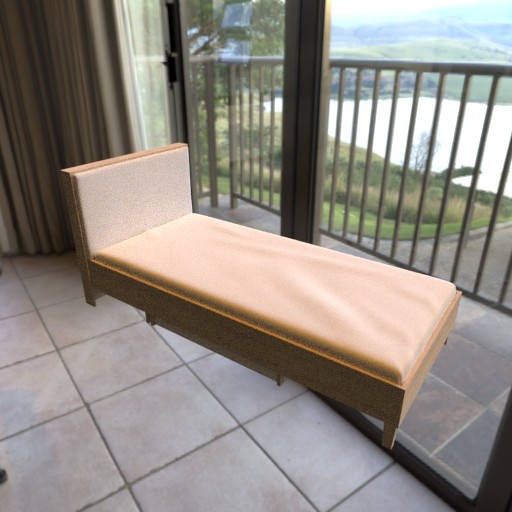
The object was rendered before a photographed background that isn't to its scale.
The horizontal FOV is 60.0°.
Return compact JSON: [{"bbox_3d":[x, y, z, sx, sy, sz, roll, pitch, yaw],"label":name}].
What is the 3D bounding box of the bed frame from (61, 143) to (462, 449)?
[{"bbox_3d":[0.000,0.000,2.631,2.140,0.920,0.990,17,30,31],"label":"bed frame"}]
